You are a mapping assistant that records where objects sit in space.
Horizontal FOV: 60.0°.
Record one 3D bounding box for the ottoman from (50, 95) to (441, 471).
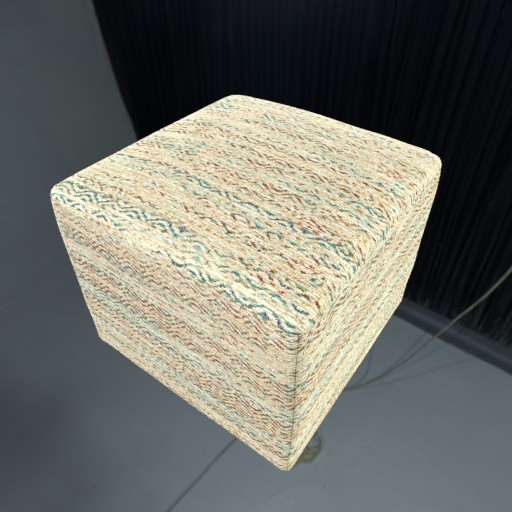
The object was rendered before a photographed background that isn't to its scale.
[{"bbox_3d":[0.000,0.000,0.902,0.512,0.453,0.521,26,48,26],"label":"ottoman"}]
